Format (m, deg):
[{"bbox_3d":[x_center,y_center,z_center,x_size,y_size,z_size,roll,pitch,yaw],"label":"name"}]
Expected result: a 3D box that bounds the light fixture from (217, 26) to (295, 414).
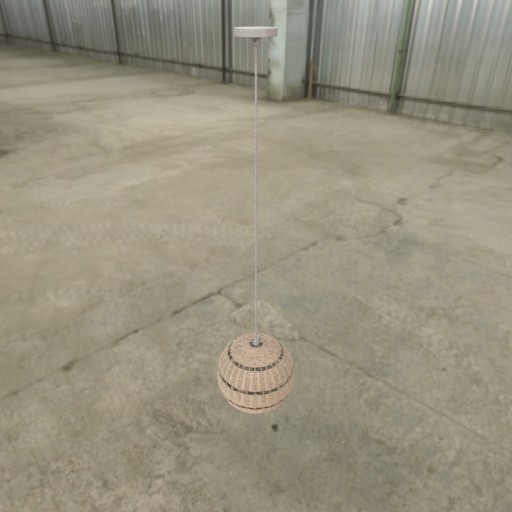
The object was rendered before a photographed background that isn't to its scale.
[{"bbox_3d":[0.000,0.000,2.203,0.457,2.019,0.457,-8,31,-14],"label":"light fixture"}]
